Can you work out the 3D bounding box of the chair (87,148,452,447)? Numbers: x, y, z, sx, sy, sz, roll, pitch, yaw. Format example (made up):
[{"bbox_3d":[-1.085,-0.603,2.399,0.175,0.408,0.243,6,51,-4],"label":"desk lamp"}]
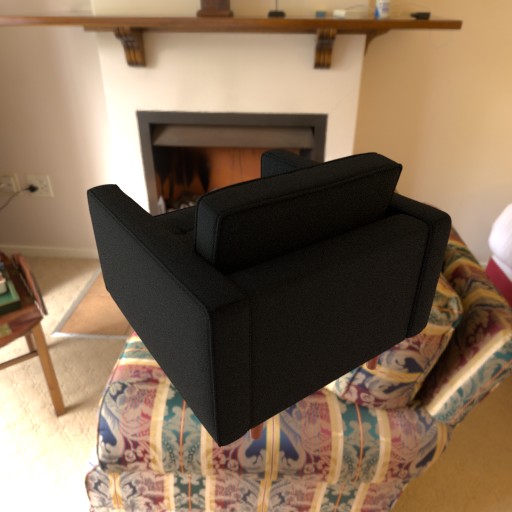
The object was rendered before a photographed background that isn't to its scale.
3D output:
[{"bbox_3d":[0.000,0.000,1.587,0.899,0.770,0.920,-19,35,-30],"label":"chair"}]
